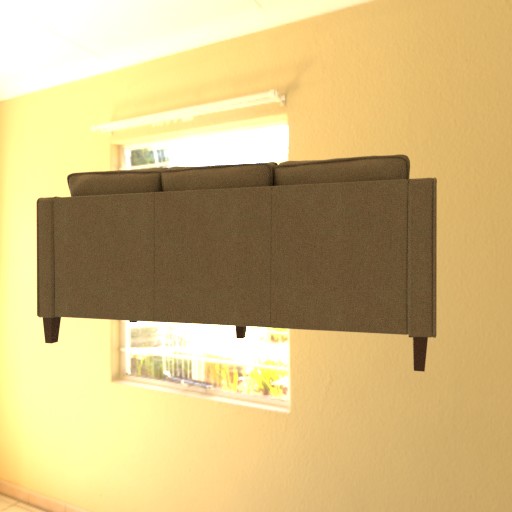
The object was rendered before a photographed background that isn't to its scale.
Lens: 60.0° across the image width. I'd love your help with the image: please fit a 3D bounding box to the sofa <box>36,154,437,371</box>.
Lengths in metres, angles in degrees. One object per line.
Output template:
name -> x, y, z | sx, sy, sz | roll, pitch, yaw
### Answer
sofa -> 0.000, 0.000, 3.243 | 2.317, 1.081, 1.858 | 0, 0, 18
